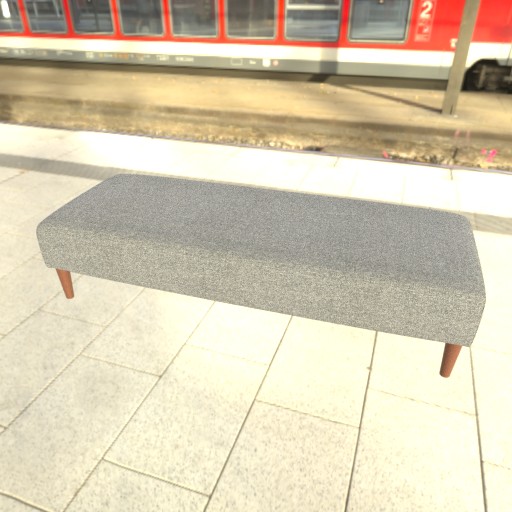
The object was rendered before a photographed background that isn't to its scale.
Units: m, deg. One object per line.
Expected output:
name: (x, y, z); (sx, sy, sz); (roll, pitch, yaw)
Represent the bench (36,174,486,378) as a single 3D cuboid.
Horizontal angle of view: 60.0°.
bench: (0.000, 0.000, 1.807); (1.598, 0.384, 0.631); (9, 32, 15)
